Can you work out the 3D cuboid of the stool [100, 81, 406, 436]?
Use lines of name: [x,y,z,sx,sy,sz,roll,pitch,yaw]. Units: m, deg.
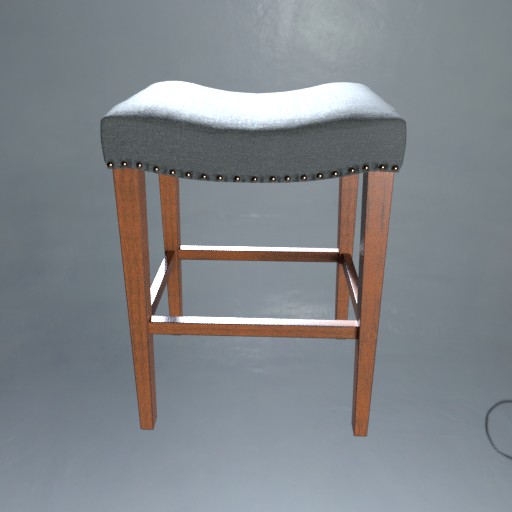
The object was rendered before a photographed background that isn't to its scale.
stool: [0.000,0.000,0.853,0.439,0.612,0.320,1,29,2]
